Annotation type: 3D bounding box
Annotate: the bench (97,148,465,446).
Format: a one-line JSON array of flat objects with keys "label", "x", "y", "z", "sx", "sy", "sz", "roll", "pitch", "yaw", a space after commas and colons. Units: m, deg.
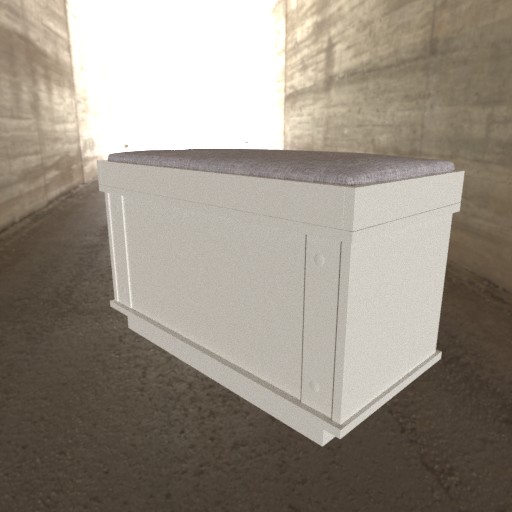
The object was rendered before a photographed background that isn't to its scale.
[{"label": "bench", "x": 0.000, "y": 0.000, "z": 0.996, "sx": 0.362, "sy": 0.461, "sz": 0.734, "roll": -15, "pitch": 22, "yaw": -42}]
